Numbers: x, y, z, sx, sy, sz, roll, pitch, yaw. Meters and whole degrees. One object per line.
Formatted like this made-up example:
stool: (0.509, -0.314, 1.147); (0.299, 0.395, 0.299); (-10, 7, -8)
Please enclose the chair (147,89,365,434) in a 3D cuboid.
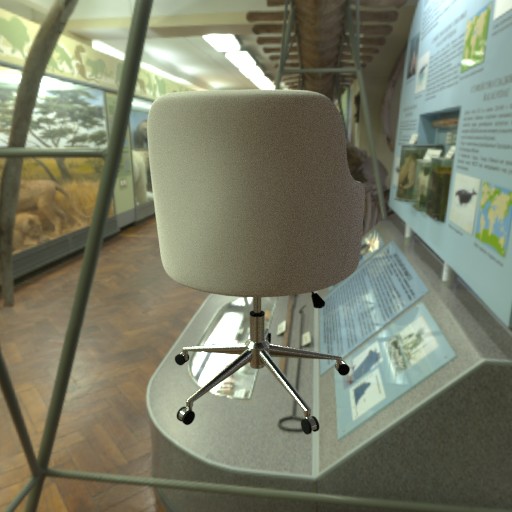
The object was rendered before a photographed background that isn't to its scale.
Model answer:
chair: (0.000, 0.000, 1.245); (0.602, 0.819, 0.647); (2, 15, 8)
